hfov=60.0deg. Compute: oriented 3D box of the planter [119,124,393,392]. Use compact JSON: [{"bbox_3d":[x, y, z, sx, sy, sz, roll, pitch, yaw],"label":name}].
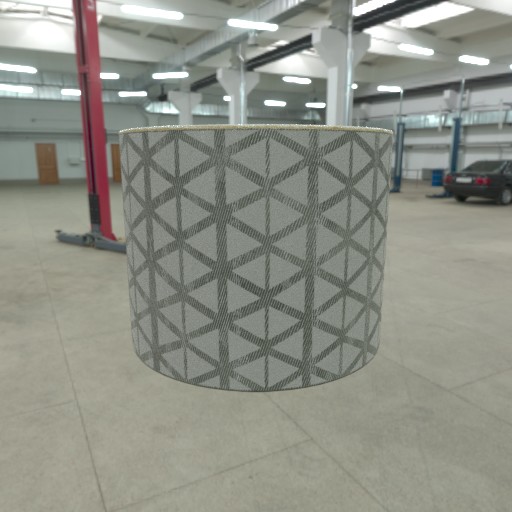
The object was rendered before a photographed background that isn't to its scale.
[{"bbox_3d":[0.000,0.000,0.447,0.250,0.239,0.250,0,13,0],"label":"planter"}]
